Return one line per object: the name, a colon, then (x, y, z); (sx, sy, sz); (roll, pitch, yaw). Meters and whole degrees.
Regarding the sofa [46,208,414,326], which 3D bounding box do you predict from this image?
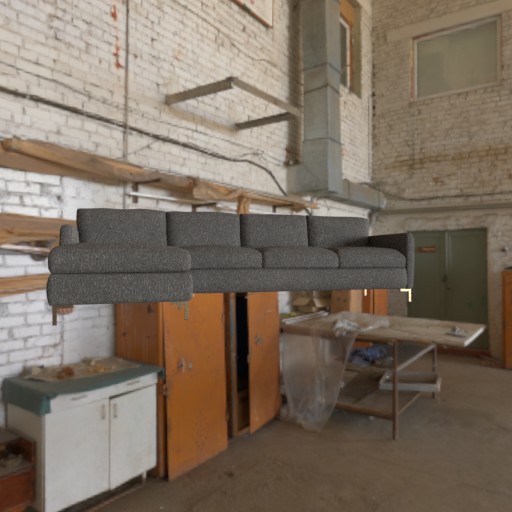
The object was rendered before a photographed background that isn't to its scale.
sofa: (0.000, 0.000, 3.566); (2.932, 0.810, 1.350); (0, -1, -19)
